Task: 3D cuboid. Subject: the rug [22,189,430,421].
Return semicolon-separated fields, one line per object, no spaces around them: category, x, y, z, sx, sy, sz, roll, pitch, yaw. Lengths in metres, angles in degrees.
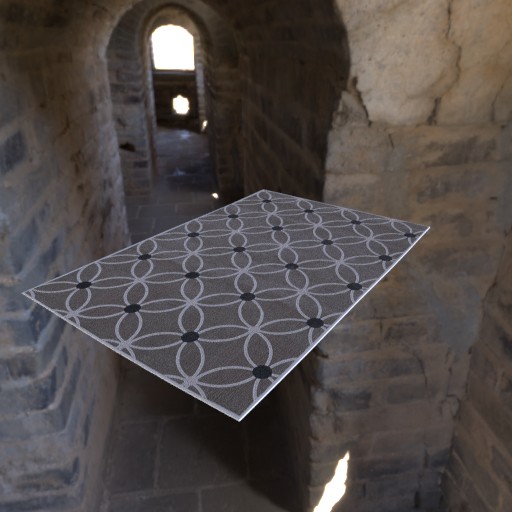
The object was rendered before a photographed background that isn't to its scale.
rug;0.000;0.000;2.834;1.522;0.008;2.284;18;31;32
